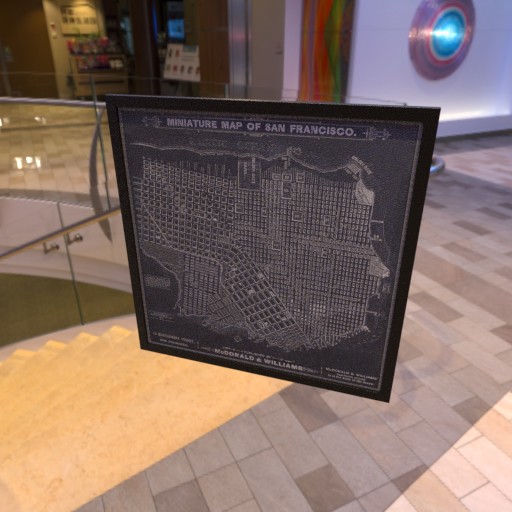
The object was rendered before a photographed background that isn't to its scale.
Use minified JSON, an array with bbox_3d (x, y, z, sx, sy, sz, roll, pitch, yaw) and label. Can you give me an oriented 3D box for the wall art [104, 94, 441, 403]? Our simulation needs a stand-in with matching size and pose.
[{"bbox_3d":[0.000,0.000,1.209,0.807,0.807,0.022,8,27,16],"label":"wall art"}]
